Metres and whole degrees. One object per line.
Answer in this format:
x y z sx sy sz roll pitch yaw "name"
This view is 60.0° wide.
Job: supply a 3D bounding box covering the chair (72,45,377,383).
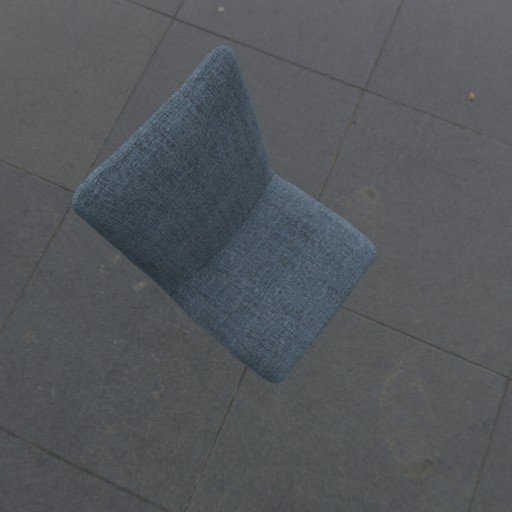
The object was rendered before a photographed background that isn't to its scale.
0.000 0.000 1.291 0.563 0.974 0.522 38 80 8 "chair"
